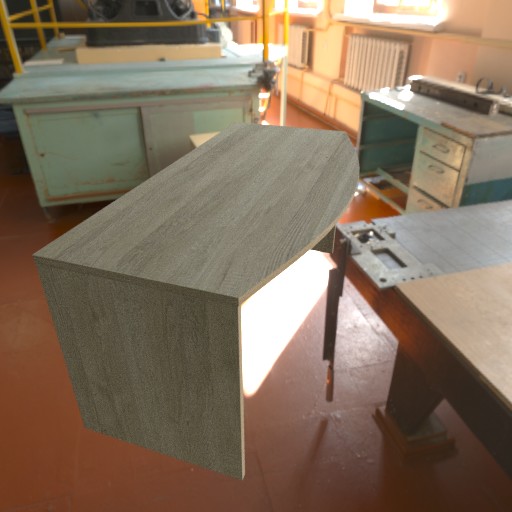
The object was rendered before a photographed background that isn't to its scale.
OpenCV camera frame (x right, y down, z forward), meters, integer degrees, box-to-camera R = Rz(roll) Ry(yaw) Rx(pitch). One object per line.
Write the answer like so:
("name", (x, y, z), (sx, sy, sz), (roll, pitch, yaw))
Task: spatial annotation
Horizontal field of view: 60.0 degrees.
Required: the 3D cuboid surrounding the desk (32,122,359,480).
("desk", (0.000, 0.000, 1.999), (0.802, 0.752, 1.600), (10, 32, 16))
